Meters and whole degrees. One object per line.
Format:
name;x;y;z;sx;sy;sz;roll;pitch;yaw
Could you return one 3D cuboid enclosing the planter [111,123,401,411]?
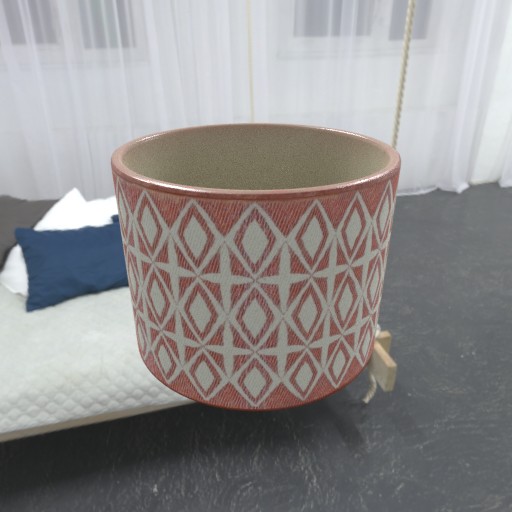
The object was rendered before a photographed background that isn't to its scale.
planter;0.000;0.000;0.486;0.273;0.237;0.273;0;27;0
